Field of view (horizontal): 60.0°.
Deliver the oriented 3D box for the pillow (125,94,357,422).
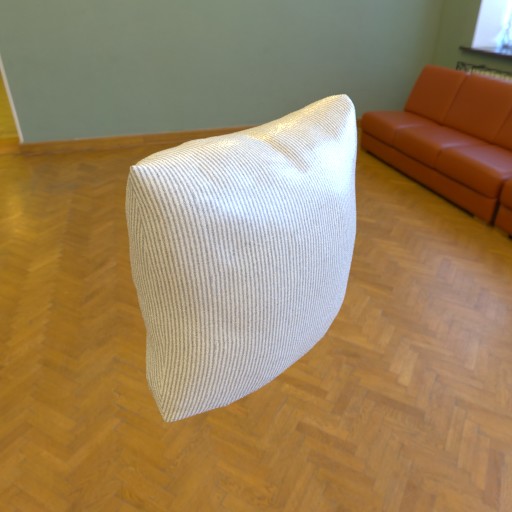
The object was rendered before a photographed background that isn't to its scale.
[{"bbox_3d":[0.000,0.000,0.703,0.387,0.432,0.310,-9,32,-14],"label":"pillow"}]
